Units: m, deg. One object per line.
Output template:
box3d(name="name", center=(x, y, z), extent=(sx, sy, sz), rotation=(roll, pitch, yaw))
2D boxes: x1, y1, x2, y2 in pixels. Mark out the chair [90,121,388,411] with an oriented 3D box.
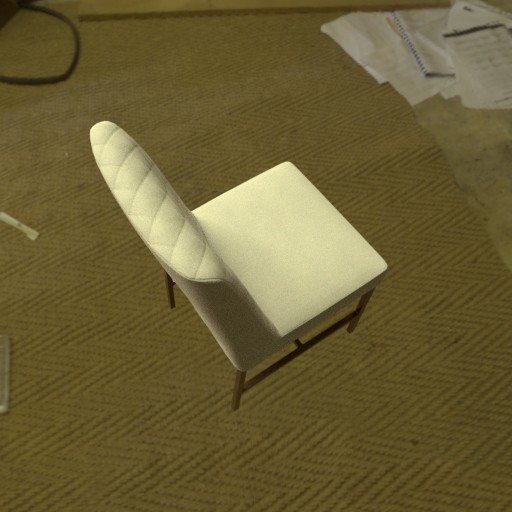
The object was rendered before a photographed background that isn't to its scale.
box3d(name="chair", center=(0.000, 0.000, 1.280), extent=(0.597, 0.933, 0.503), rotation=(-29, 63, -17))
